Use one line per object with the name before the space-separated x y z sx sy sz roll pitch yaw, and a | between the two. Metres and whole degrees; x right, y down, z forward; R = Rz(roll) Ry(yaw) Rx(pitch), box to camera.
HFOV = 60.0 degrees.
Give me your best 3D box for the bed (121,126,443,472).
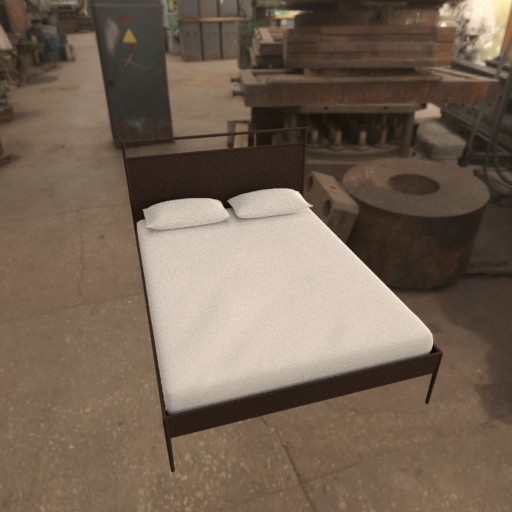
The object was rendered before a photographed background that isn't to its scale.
bed | 0.000 0.000 3.087 1.572 1.173 2.122 -9 31 -15
